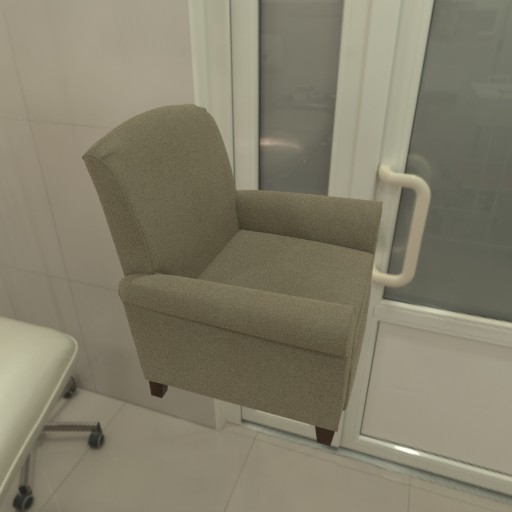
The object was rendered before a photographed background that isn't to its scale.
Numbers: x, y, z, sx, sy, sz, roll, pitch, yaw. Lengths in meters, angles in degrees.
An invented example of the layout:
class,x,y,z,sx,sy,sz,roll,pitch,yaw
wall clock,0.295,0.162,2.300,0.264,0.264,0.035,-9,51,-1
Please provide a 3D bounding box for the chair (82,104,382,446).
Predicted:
class,x,y,z,sx,sy,sz,roll,pitch,yaw
chair,0.000,0.000,1.756,0.905,1.061,0.978,10,31,17
